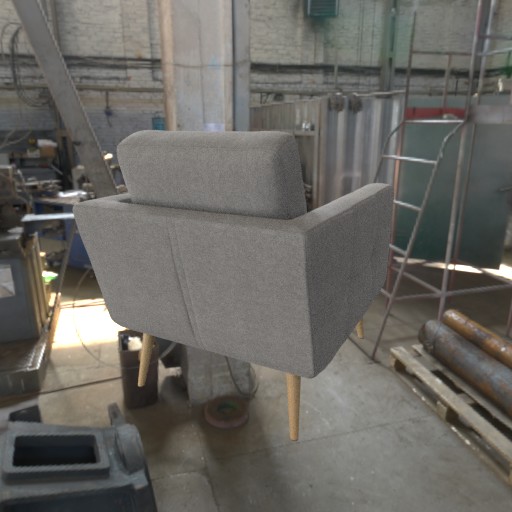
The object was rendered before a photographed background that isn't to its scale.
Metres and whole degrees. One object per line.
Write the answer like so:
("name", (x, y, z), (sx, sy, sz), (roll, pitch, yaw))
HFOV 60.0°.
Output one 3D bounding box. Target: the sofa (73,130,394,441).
("sofa", (0.000, 0.000, 1.565), (0.770, 0.860, 0.920), (9, 19, 27))
